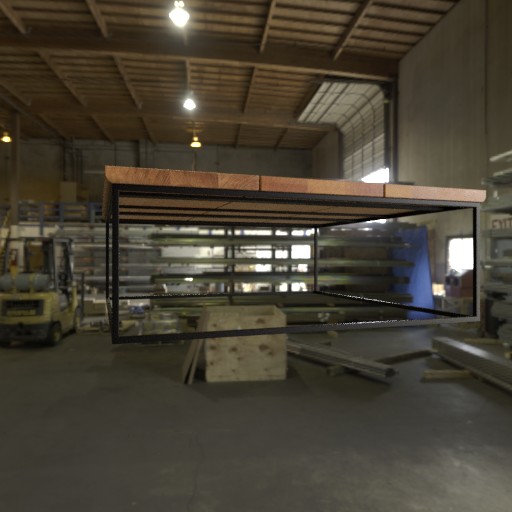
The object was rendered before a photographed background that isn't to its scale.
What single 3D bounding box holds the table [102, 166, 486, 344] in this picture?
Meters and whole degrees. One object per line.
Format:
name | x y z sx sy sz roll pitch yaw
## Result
table | 0.000 0.000 1.687 1.100 0.400 1.100 0 0 -19
